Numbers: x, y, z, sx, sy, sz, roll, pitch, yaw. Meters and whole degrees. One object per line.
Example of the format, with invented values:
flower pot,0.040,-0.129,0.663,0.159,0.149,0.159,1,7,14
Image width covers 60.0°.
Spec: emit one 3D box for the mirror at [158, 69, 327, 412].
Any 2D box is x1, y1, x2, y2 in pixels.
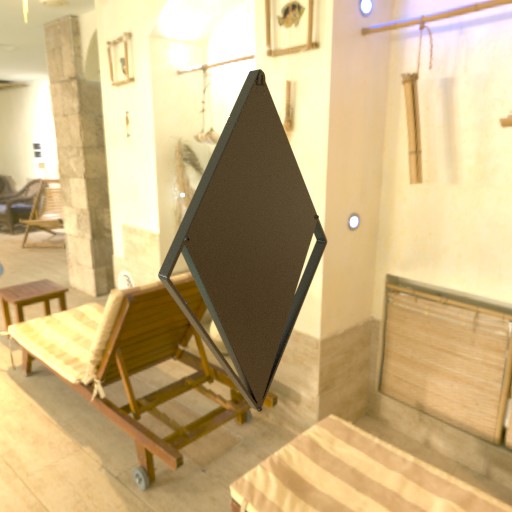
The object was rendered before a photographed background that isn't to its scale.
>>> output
mirror,0.000,0.000,0.866,0.419,0.679,0.032,-13,19,-42
